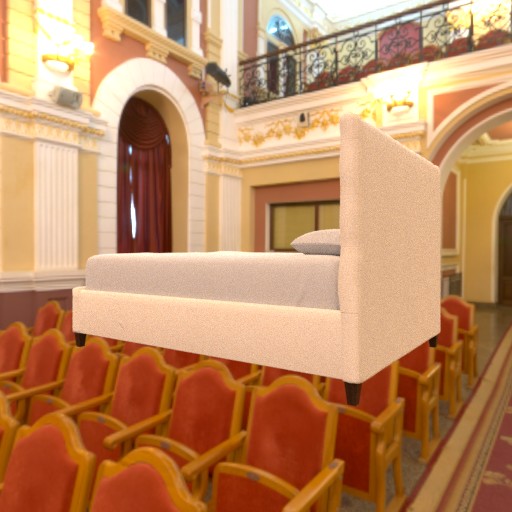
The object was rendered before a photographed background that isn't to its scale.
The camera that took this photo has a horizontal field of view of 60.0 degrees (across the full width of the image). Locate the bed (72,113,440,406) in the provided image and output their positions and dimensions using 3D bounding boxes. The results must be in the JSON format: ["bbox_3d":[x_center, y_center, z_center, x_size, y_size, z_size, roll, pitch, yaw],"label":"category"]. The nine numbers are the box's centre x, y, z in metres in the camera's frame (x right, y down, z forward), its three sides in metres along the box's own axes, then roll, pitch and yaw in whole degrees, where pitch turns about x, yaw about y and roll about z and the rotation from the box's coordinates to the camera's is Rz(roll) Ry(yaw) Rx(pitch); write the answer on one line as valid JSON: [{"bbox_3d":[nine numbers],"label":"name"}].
[{"bbox_3d":[0.000,0.000,3.483,2.387,1.427,1.698,1,1,35],"label":"bed"}]
